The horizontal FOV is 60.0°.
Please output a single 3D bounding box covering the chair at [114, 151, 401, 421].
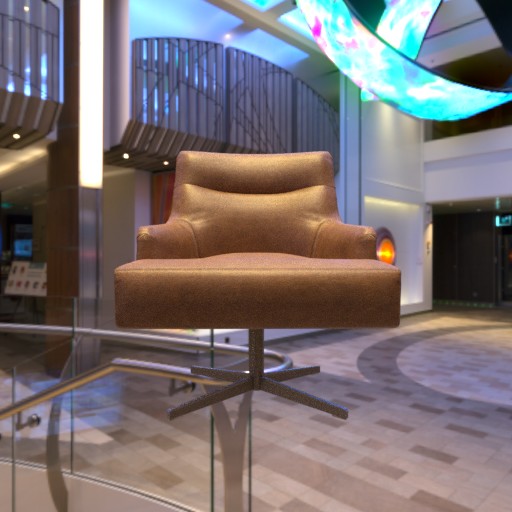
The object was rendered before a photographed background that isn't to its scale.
[{"bbox_3d":[0.000,0.000,1.508,0.729,0.869,0.874,0,0,-1],"label":"chair"}]
